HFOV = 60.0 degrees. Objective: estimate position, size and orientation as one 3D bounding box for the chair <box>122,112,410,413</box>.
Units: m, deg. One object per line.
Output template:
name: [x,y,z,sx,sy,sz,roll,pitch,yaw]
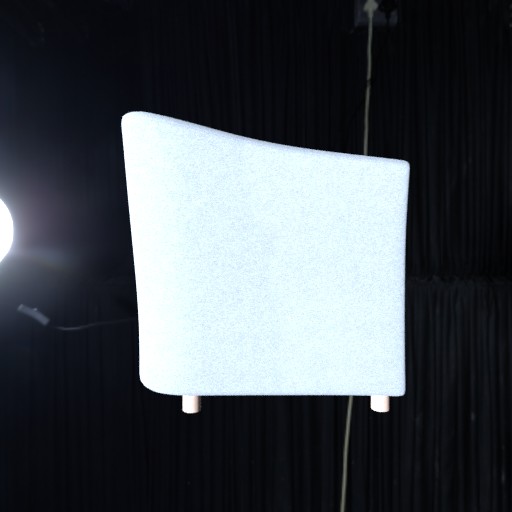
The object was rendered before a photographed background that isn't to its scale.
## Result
chair: [0.000,0.000,1.378,0.700,0.720,0.790,0,0,-1]
